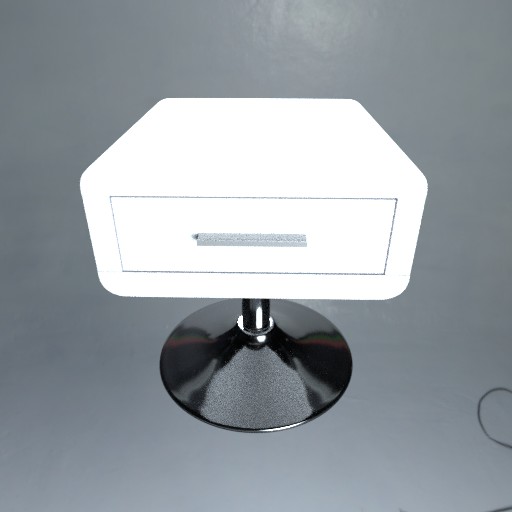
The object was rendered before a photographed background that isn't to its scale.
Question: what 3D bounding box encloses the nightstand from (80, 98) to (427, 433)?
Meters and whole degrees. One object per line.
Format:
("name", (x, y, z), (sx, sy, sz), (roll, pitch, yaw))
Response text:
("nightstand", (0.000, 0.000, 0.766), (0.399, 0.447, 0.404), (1, 30, 1))
